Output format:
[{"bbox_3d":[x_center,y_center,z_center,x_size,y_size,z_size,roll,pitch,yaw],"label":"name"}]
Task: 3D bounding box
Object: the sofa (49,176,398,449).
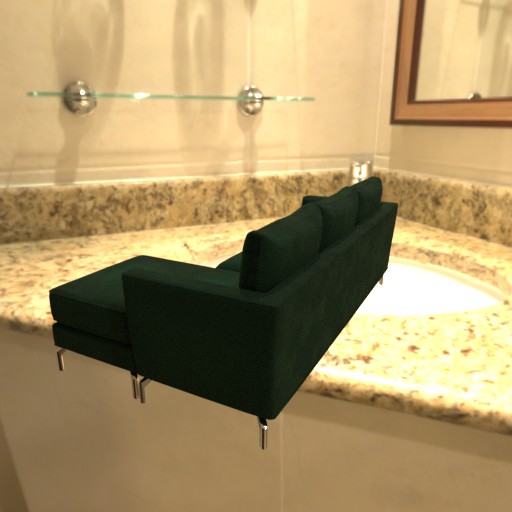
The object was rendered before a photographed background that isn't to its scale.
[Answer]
[{"bbox_3d":[0.000,0.000,3.190,1.489,1.007,2.441,9,20,27],"label":"sofa"}]
